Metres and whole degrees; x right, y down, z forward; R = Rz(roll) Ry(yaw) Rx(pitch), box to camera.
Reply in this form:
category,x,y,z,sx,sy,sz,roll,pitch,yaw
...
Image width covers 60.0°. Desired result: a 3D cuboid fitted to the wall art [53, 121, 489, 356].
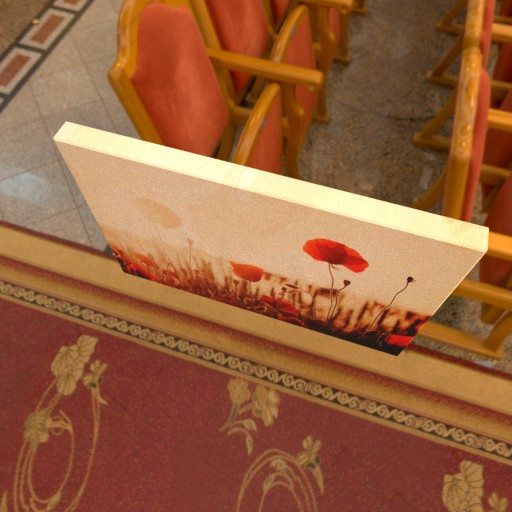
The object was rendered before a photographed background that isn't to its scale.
category,x,y,z,sx,sy,sz,roll,pitch,yaw
wall art,0.000,0.000,0.777,0.613,0.402,0.040,16,60,9
